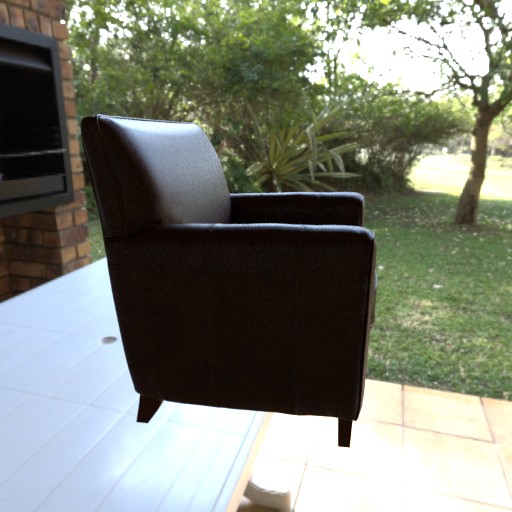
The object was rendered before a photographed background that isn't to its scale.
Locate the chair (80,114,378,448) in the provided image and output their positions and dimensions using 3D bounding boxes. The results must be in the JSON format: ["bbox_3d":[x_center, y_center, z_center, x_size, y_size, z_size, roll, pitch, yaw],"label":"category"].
[{"bbox_3d":[0.000,0.000,1.594,0.823,0.943,0.870,3,15,11],"label":"chair"}]
